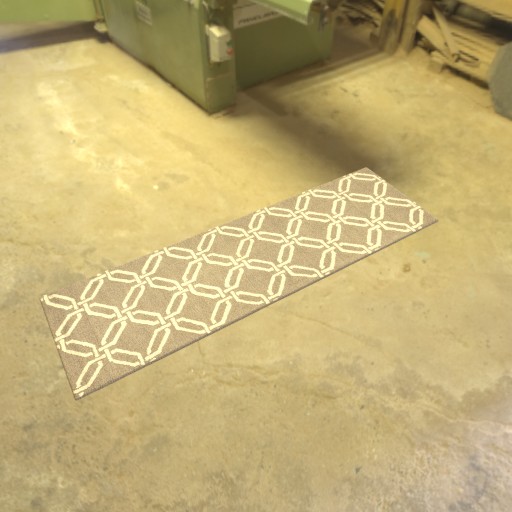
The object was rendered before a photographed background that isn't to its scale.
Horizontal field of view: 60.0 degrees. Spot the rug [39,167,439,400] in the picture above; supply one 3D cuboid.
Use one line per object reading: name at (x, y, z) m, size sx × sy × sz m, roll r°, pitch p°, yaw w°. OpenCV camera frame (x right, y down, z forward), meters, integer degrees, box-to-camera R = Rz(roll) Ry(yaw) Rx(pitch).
rug at (0.000, 0.000, 2.558) m, size 2.276 × 0.014 × 0.678 m, roll -24°, pitch 50°, yaw -22°
